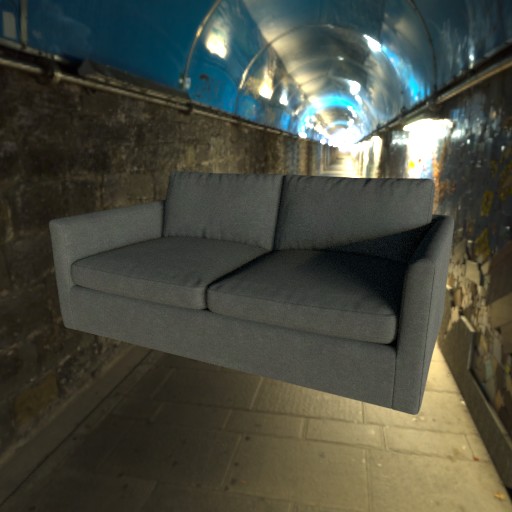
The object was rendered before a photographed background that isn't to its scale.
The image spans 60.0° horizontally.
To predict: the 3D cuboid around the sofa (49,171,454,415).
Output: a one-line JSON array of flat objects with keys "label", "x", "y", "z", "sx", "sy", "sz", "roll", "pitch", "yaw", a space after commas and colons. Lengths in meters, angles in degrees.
[{"label": "sofa", "x": 0.000, "y": 0.000, "z": 2.427, "sx": 1.909, "sy": 0.845, "sz": 1.091, "roll": 7, "pitch": 15, "yaw": 26}]
